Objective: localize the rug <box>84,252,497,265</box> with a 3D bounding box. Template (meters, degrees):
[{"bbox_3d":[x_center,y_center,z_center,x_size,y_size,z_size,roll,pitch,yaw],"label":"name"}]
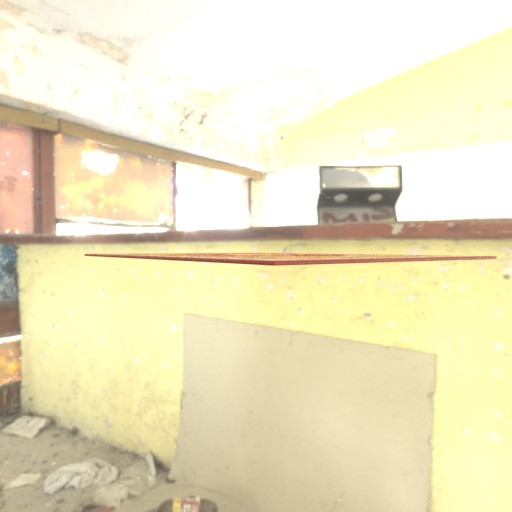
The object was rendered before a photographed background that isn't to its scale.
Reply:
[{"bbox_3d":[0.000,0.000,2.232,1.194,0.013,1.802,-1,1,-36],"label":"rug"}]
